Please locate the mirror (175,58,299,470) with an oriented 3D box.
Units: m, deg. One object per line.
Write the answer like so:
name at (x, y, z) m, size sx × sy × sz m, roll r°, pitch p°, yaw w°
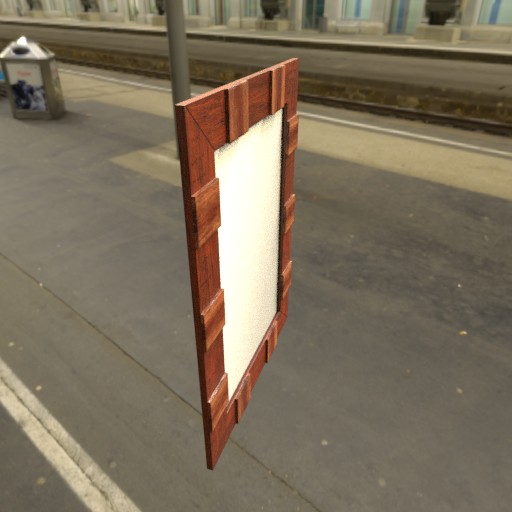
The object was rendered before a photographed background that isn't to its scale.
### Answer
mirror at (0.000, 0.000, 1.055) m, size 0.021 × 0.805 × 0.600 m, roll 10°, pitch 32°, yaw 17°
